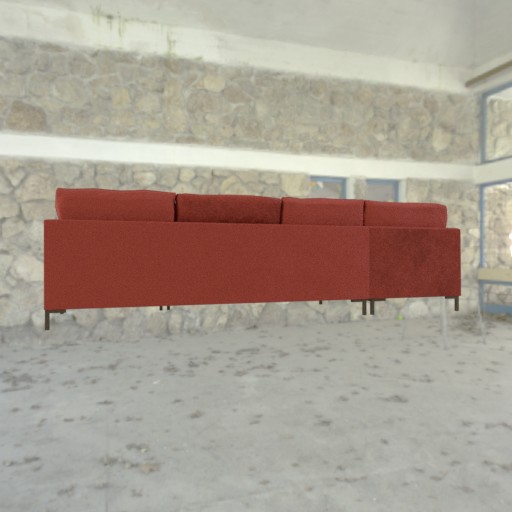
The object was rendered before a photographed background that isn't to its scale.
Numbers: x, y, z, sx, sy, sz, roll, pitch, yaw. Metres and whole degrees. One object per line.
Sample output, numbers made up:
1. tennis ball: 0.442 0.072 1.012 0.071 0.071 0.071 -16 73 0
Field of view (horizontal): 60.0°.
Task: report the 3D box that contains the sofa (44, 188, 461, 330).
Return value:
1. sofa: 0.000 0.000 4.114 3.400 0.967 1.500 0 0 -17
